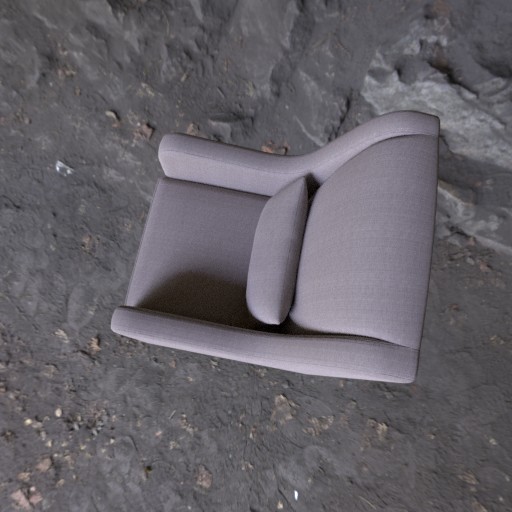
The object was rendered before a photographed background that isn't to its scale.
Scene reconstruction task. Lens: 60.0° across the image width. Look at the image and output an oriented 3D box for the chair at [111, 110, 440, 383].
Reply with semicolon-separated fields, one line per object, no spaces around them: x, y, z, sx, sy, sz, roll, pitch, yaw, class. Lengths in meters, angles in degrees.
0.000;0.000;1.575;0.890;1.017;0.715;10;75;3;chair
